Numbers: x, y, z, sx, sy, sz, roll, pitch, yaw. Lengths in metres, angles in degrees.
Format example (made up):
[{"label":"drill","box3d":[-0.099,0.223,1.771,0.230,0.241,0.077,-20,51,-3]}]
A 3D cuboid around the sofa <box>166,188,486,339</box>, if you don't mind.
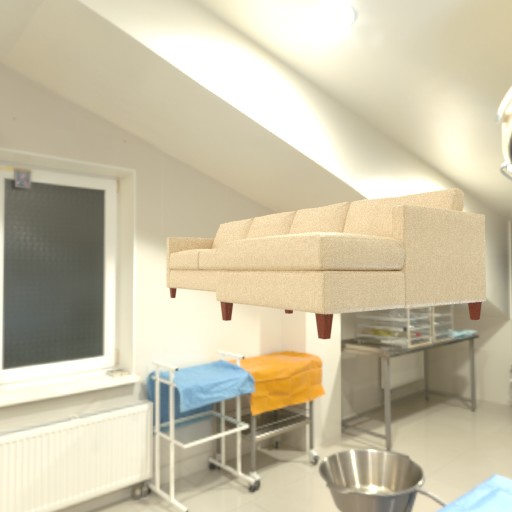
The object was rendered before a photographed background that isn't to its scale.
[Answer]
[{"label":"sofa","box3d":[0.000,0.000,4.097,1.603,0.954,3.471,1,-2,-35]}]
